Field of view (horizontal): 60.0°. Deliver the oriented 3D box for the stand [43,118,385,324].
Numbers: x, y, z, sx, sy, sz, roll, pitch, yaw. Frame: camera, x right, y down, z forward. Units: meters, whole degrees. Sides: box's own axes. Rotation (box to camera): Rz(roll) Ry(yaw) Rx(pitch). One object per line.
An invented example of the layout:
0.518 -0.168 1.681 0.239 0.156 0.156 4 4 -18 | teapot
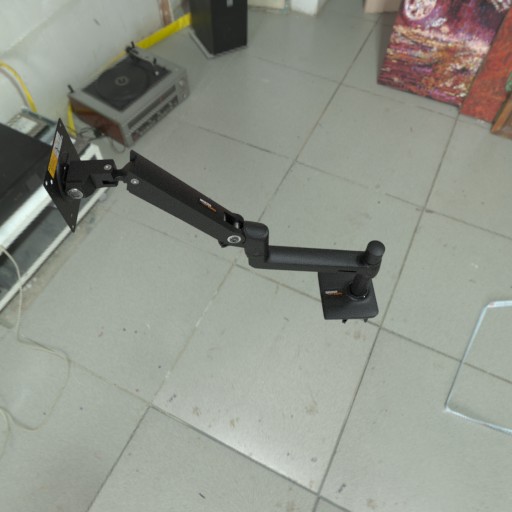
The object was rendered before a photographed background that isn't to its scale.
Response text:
0.000 0.000 1.015 0.650 0.713 0.152 -3 59 -2 | stand
